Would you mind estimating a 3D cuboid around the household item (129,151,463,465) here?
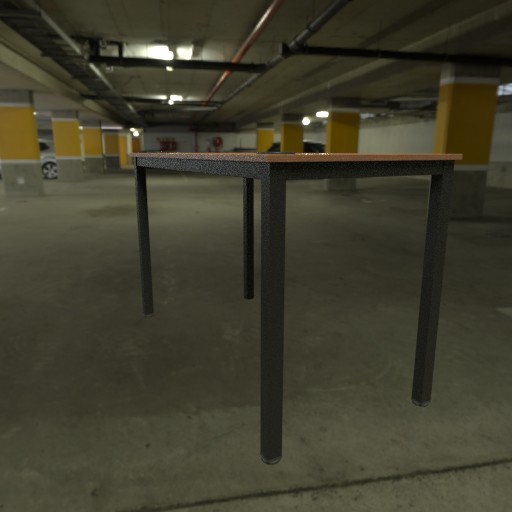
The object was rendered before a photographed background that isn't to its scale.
[{"bbox_3d":[0.000,0.000,1.638,0.600,0.750,1.200,-7,15,-28],"label":"household item"}]
